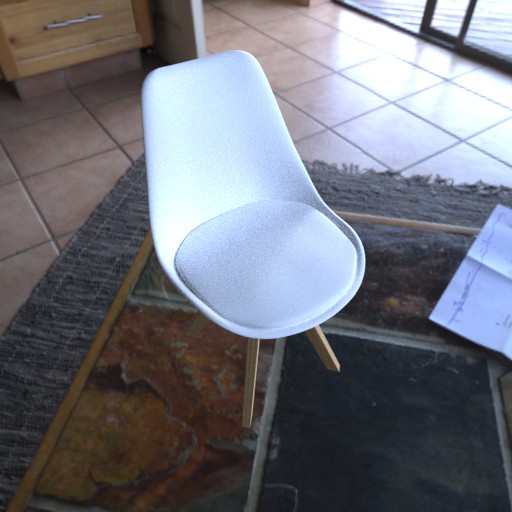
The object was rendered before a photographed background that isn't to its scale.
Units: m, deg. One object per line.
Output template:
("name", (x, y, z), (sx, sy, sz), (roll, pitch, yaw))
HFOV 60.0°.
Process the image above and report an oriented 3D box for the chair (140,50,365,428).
("chair", (0.000, 0.000, 1.168), (0.485, 0.849, 0.550), (-25, 51, -22))
